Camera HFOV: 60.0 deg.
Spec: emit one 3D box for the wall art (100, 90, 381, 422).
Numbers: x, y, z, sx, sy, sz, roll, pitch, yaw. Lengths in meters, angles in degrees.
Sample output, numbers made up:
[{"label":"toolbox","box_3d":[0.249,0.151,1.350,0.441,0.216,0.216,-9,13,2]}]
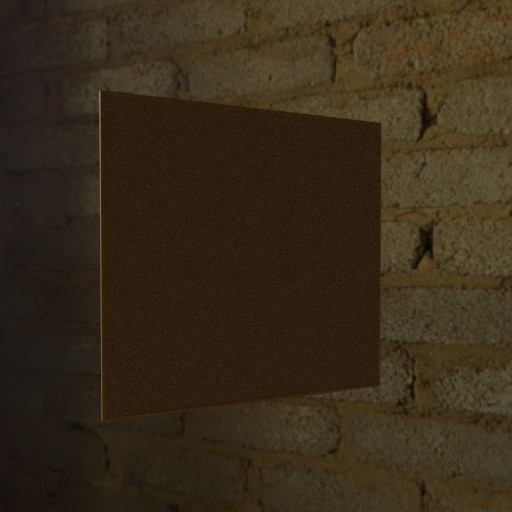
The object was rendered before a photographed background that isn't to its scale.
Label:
[{"label":"wall art","box_3d":[0.000,0.000,0.994,0.657,0.655,0.014,0,1,-20]}]
